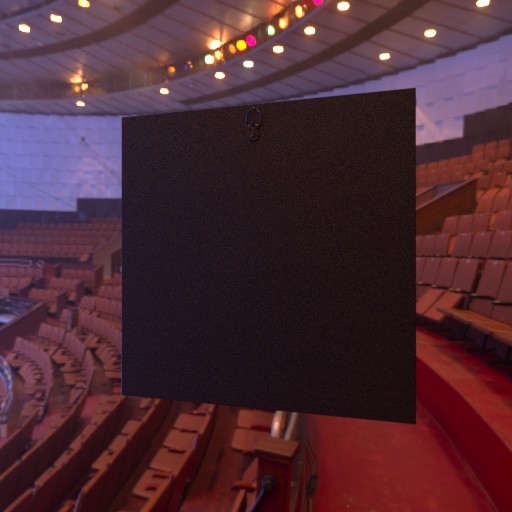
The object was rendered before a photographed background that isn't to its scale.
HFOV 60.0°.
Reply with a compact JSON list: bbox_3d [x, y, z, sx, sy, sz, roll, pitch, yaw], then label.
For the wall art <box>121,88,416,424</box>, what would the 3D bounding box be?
[{"bbox_3d":[0.000,0.000,1.185,0.805,0.807,0.043,0,0,16],"label":"wall art"}]
